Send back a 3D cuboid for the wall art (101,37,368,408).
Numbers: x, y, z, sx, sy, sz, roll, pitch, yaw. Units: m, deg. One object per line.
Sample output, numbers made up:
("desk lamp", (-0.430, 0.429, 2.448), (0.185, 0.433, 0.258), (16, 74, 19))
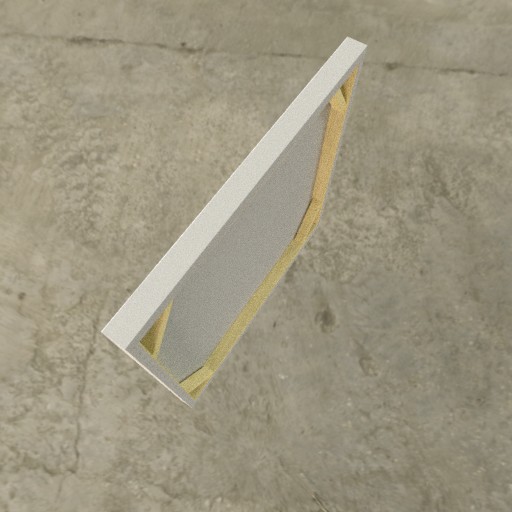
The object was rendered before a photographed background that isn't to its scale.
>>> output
("wall art", (0.000, 0.000, 0.908), (0.038, 0.610, 0.610), (31, 69, 14))
